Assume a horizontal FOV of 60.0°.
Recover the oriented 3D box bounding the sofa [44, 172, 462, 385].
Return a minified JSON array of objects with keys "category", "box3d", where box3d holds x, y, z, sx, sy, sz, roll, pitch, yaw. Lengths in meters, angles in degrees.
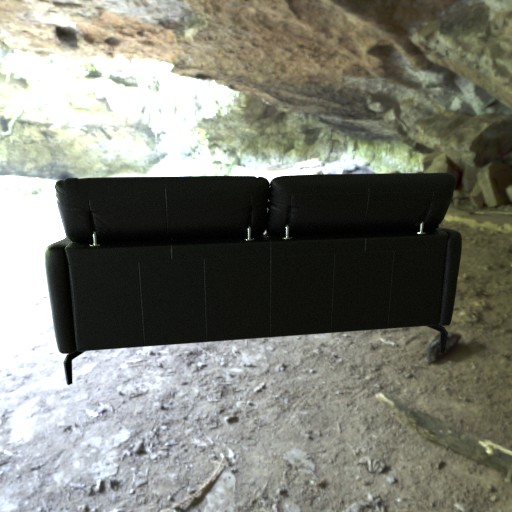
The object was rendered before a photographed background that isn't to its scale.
[{"category":"sofa","box3d":[0.000,0.000,2.486,2.069,0.957,0.856,-2,15,-9]}]
